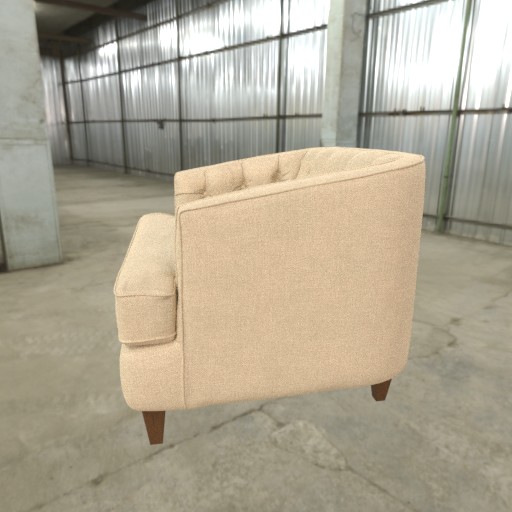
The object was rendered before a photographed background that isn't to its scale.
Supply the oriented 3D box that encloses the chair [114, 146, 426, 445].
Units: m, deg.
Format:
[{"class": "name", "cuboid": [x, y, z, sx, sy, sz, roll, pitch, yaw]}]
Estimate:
[{"class": "chair", "cuboid": [0.000, 0.000, 1.672, 0.914, 0.787, 1.118, -3, 16, -10]}]
